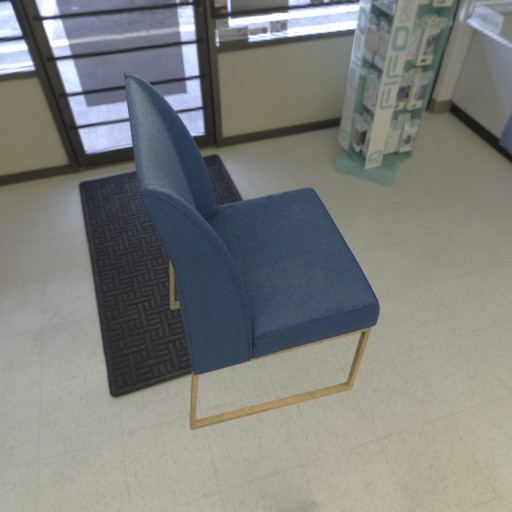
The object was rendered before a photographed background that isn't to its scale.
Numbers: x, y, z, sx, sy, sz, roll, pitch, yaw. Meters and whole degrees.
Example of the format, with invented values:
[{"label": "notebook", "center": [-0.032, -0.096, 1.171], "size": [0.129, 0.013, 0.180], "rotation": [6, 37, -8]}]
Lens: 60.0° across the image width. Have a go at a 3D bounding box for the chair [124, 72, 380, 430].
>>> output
[{"label": "chair", "center": [0.000, 0.000, 1.196], "size": [0.522, 0.863, 0.508], "rotation": [-11, 47, -10]}]
